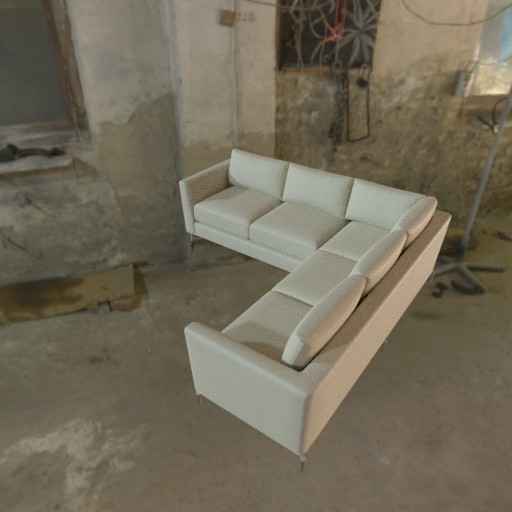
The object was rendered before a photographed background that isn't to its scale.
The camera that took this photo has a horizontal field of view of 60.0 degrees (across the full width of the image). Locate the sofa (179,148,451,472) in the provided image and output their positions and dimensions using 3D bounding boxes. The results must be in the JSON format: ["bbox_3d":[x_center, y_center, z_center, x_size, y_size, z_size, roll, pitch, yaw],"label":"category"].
[{"bbox_3d":[0.000,0.000,3.723,2.430,0.867,2.448,21,38,30],"label":"sofa"}]
